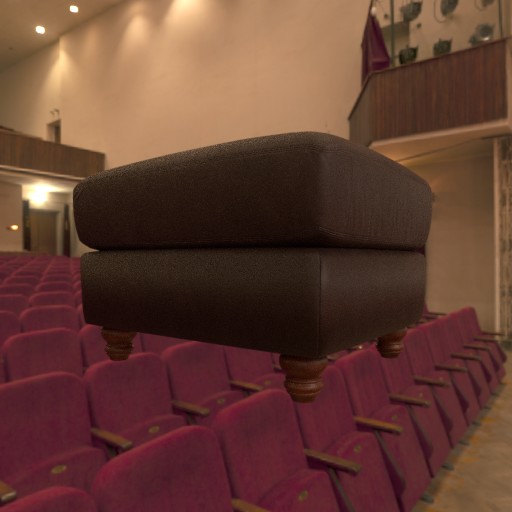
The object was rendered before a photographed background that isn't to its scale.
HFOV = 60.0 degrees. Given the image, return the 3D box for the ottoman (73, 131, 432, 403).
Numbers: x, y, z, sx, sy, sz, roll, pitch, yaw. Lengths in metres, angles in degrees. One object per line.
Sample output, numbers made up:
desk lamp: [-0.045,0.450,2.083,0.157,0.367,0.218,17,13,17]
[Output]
ottoman: [0.000,0.000,1.239,0.806,0.569,0.670,0,0,37]
